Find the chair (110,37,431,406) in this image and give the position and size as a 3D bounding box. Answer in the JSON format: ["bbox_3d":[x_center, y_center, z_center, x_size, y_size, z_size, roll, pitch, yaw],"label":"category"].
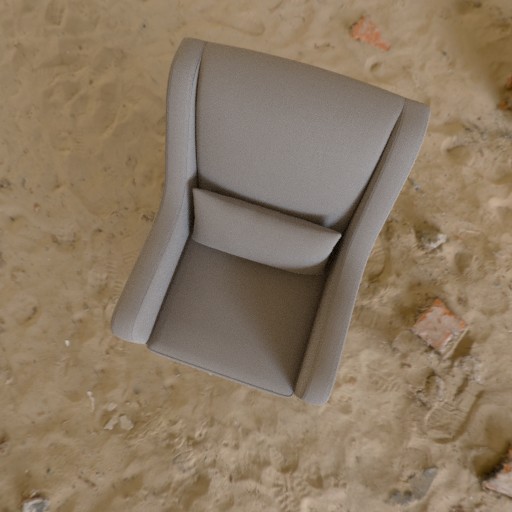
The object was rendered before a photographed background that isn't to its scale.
[{"bbox_3d":[0.000,0.000,1.557,0.715,1.010,0.863,18,77,4],"label":"chair"}]
